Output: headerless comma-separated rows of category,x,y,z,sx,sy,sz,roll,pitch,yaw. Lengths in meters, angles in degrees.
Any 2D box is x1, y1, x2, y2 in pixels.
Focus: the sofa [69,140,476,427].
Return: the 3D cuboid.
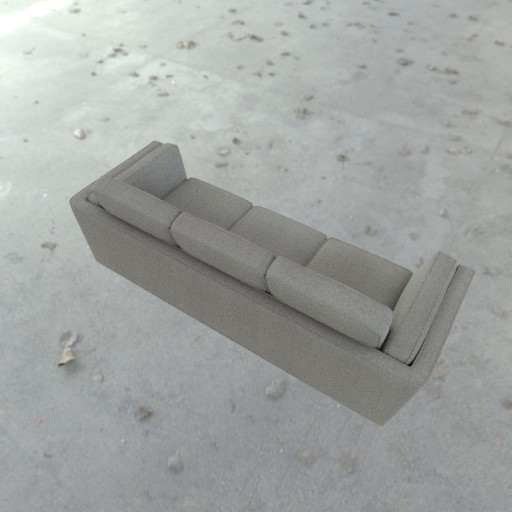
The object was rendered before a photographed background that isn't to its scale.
sofa,0.000,0.000,2.804,2.362,0.899,0.903,26,52,22
